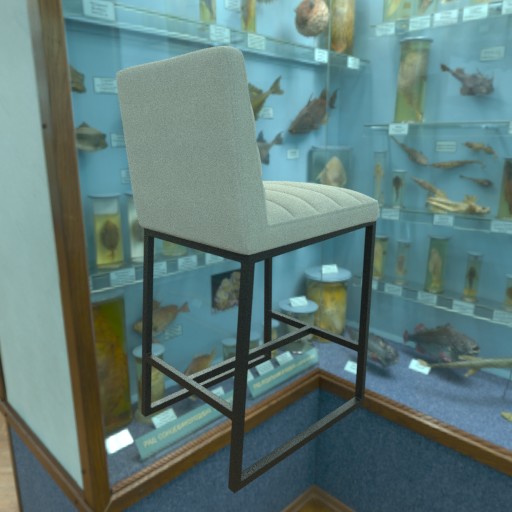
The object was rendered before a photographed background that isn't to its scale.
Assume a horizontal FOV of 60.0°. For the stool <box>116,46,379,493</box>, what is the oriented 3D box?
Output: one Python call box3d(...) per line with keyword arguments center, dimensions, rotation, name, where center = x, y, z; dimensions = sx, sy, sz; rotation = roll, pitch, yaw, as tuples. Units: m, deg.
box3d(center=(0.000, 0.000, 1.249), dimensions=(0.567, 0.971, 0.459), rotation=(-13, 20, -42), name="stool")
